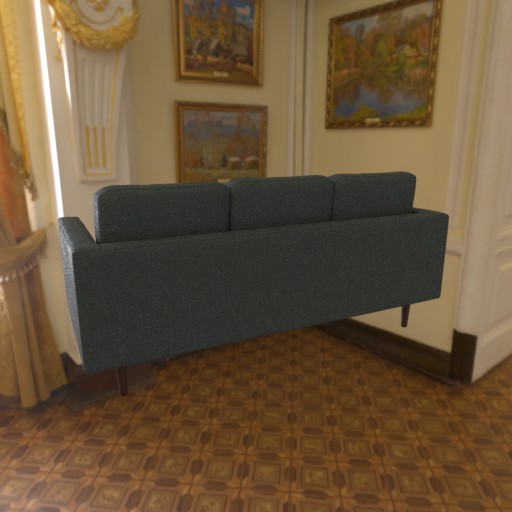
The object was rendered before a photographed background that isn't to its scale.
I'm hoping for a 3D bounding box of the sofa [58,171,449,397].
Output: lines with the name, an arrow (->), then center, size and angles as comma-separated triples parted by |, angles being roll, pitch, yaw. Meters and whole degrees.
sofa -> 0.000, 0.000, 2.557 | 2.013, 0.945, 0.935 | -7, 16, -26
